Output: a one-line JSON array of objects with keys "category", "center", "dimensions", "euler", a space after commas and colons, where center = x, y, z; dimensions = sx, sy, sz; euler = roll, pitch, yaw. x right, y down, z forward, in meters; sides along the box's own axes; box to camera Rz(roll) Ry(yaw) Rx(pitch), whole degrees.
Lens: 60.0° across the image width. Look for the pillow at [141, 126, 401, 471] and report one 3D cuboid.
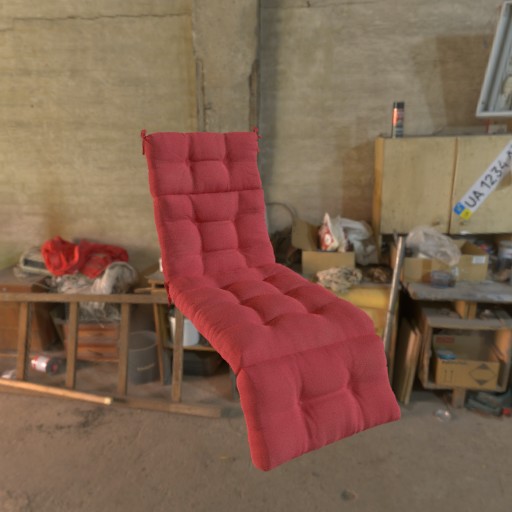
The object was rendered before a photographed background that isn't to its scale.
[{"category": "pillow", "center": [0.000, 0.000, 1.534], "dimensions": [0.526, 0.863, 1.016], "euler": [-8, 18, -27]}]
